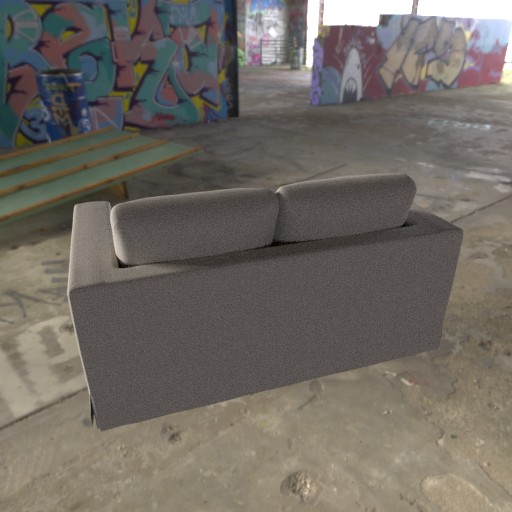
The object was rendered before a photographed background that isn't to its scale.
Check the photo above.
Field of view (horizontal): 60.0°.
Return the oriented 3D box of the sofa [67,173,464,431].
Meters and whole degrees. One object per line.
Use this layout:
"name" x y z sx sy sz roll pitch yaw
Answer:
"sofa" 0.000 0.000 2.373 1.813 0.932 1.009 -9 28 -17
